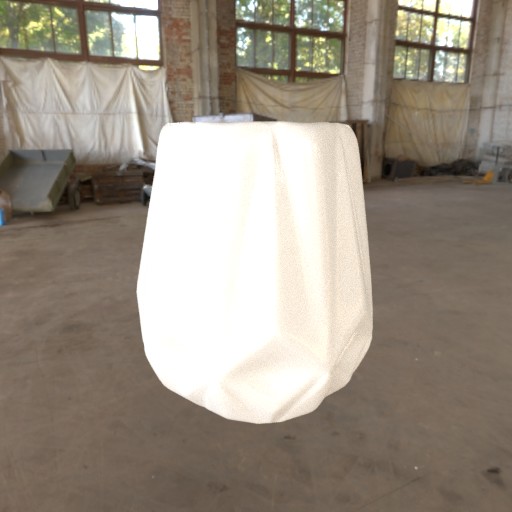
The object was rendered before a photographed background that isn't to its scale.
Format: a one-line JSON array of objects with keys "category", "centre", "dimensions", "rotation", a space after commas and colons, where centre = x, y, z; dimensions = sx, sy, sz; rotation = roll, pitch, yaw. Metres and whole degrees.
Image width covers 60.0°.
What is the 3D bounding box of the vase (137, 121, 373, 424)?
[{"category": "vase", "centre": [0.000, 0.000, 0.265], "dimensions": [0.141, 0.152, 0.141], "rotation": [0, 15, 0]}]
